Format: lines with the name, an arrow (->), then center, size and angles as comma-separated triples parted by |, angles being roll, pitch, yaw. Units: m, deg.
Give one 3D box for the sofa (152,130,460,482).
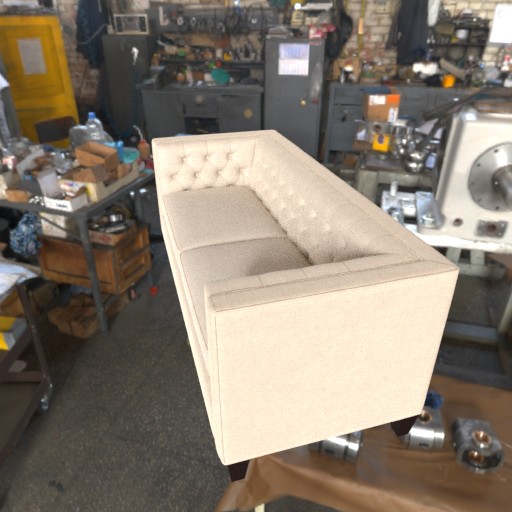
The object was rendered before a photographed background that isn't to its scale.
sofa -> 0.000, 0.000, 2.160 | 0.775, 0.762, 1.778 | -8, 31, -14
